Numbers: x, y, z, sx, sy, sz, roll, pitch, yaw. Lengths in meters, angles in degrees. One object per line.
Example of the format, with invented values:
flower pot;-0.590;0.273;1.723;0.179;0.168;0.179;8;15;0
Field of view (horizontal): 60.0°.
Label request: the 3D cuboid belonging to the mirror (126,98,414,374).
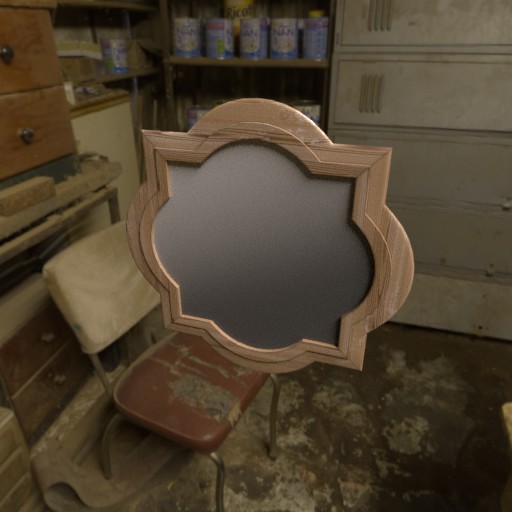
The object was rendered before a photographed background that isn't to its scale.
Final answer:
mirror;0.000;0.000;1.042;0.686;0.686;0.019;9;28;16
